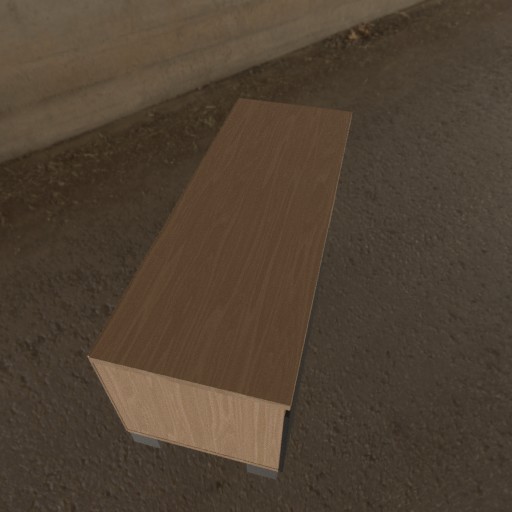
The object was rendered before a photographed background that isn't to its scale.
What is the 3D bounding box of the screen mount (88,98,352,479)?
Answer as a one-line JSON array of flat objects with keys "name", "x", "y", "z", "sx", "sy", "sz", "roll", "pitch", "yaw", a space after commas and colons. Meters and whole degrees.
[{"name": "screen mount", "x": 0.000, "y": 0.000, "z": 1.347, "sx": 0.406, "sy": 0.432, "sz": 1.084, "roll": 10, "pitch": 47, "yaw": 10}]
